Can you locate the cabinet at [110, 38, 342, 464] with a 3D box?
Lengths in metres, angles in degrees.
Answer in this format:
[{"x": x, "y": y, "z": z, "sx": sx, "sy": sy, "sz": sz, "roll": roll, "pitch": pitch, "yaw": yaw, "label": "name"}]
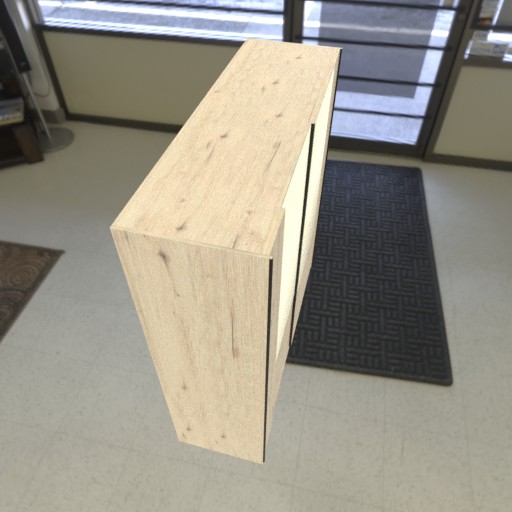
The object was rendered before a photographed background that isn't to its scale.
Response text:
[{"x": 0.000, "y": 0.000, "z": 3.145, "sx": 0.660, "sy": 2.180, "sz": 2.000, "roll": 11, "pitch": 47, "yaw": 10, "label": "cabinet"}]
